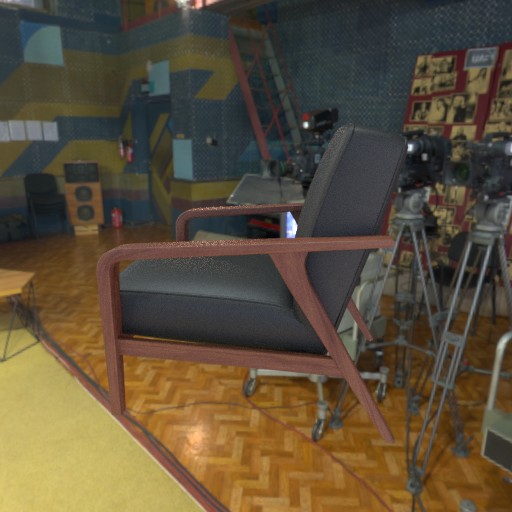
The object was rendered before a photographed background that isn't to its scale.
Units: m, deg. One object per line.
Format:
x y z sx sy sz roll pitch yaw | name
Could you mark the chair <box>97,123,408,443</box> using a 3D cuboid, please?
0.000 0.000 1.508 0.889 0.861 0.719 2 15 9 | chair
